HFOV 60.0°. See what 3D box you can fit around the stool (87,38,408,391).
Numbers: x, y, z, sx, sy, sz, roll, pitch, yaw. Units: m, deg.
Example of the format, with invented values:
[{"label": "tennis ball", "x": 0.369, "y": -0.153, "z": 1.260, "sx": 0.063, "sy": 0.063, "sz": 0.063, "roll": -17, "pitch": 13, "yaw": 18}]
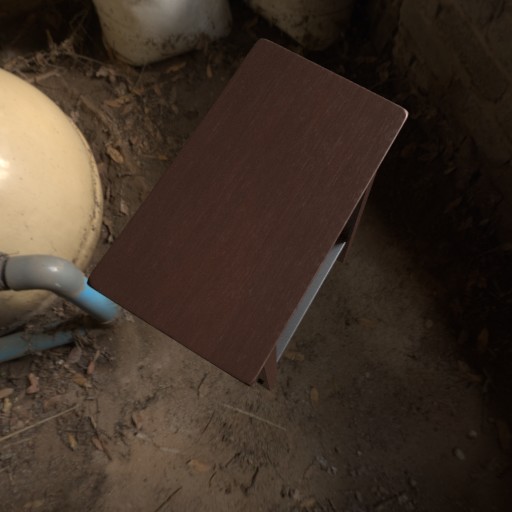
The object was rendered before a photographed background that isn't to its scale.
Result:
[{"label": "stool", "x": 0.000, "y": 0.000, "z": 0.844, "sx": 0.322, "sy": 0.610, "sz": 0.406, "roll": 30, "pitch": 77, "yaw": 8}]
